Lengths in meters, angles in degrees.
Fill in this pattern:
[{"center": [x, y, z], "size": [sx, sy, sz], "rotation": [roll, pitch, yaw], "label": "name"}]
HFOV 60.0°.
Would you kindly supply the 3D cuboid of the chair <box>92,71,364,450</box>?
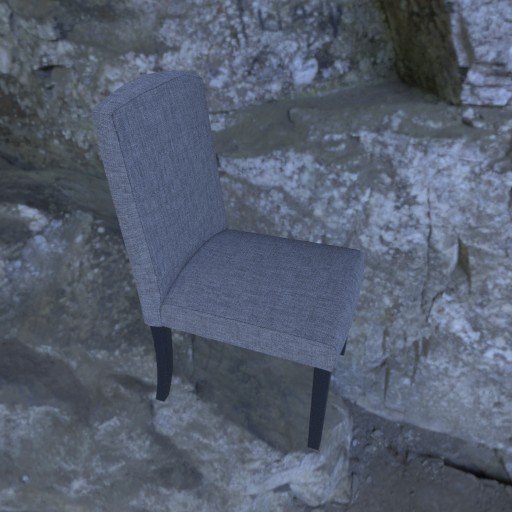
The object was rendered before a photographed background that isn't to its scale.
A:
[{"center": [0.000, 0.000, 1.228], "size": [0.580, 0.917, 0.451], "rotation": [11, 33, 17], "label": "chair"}]
